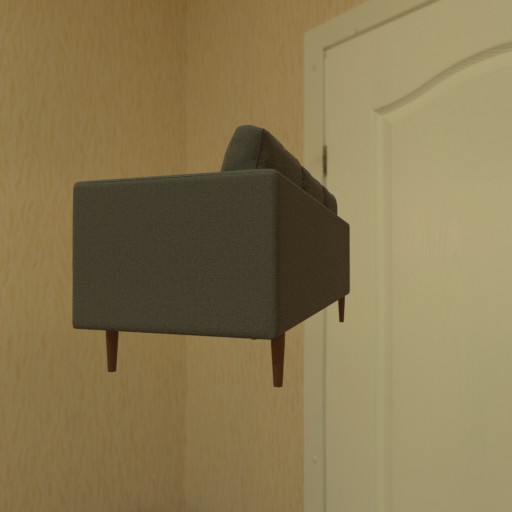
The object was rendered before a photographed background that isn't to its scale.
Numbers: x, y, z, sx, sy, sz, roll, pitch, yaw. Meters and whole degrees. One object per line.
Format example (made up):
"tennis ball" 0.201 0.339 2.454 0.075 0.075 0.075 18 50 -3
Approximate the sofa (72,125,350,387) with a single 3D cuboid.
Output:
"sofa" 0.000 0.000 2.432 0.802 0.912 2.029 0 -1 18
